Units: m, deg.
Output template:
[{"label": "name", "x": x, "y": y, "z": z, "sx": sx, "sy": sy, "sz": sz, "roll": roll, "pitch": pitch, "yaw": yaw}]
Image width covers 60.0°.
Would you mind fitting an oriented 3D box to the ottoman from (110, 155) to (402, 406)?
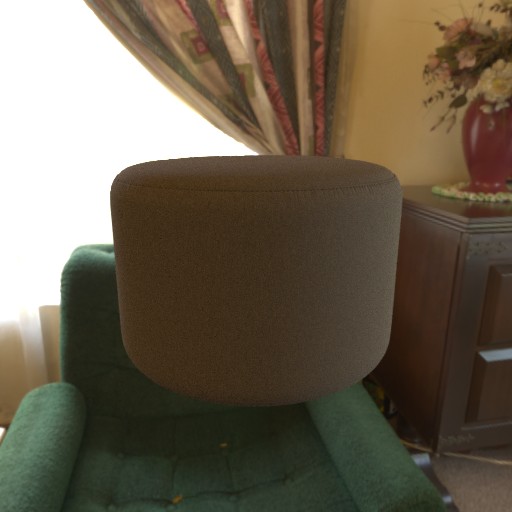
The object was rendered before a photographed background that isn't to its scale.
[{"label": "ottoman", "x": 0.000, "y": 0.000, "z": 1.003, "sx": 0.608, "sy": 0.433, "sz": 0.608, "roll": 0, "pitch": 16, "yaw": 0}]
